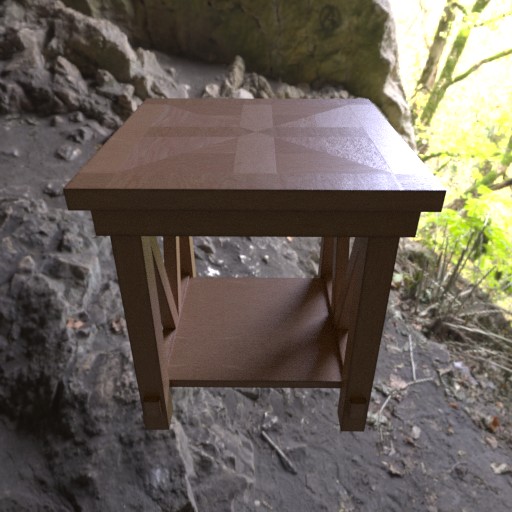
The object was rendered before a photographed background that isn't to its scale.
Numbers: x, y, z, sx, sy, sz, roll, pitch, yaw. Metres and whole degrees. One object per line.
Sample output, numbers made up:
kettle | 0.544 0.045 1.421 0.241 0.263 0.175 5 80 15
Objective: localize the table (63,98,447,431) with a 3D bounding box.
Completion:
table | 0.000 0.000 1.132 0.610 0.638 0.612 0 32 0
